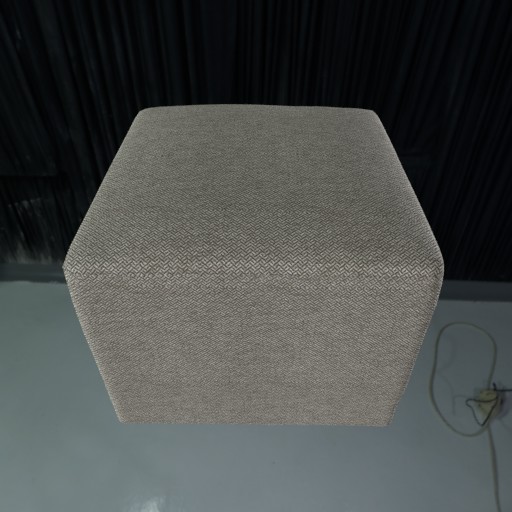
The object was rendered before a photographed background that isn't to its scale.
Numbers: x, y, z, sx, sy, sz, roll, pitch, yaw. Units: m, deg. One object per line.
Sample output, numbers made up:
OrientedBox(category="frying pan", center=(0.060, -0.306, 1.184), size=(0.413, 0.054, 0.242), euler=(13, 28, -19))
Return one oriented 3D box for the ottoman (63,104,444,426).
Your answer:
OrientedBox(category="ottoman", center=(0.000, 0.000, 0.879), size=(0.512, 0.453, 0.519), euler=(0, 41, 0))
